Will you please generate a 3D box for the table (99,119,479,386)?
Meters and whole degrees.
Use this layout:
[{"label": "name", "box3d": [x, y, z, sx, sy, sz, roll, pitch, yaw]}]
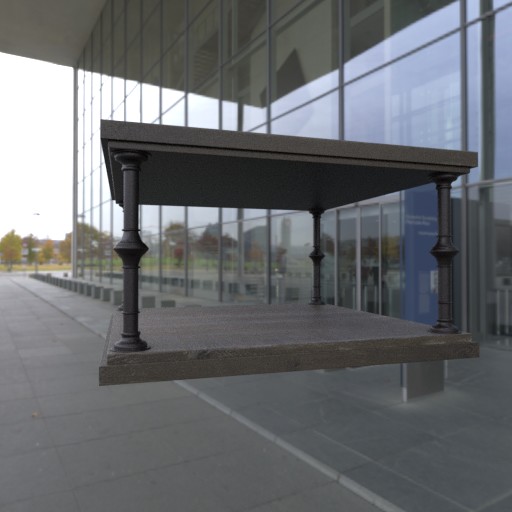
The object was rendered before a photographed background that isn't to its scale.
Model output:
[{"label": "table", "box3d": [0.000, 0.000, 1.096, 0.696, 0.400, 0.696, 0, -1, -17]}]
